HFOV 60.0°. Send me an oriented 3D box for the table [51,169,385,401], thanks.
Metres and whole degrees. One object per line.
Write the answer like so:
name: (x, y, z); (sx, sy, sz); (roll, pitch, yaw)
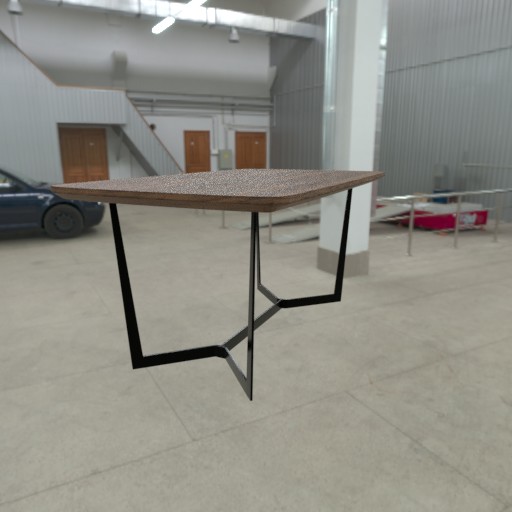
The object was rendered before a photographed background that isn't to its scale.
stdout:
table: (0.000, 0.000, 2.176); (0.949, 0.765, 1.643); (6, 15, 25)
